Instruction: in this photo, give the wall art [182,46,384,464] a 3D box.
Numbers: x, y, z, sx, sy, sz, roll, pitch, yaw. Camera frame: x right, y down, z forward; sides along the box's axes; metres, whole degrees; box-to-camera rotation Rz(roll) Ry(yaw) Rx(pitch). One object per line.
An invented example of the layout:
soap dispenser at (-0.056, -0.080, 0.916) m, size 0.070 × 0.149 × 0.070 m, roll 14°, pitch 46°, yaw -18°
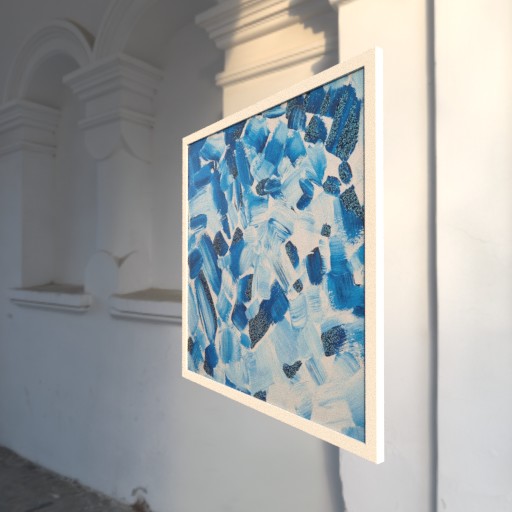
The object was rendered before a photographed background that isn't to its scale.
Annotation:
wall art at (0.000, 0.000, 0.671) m, size 0.012 × 0.457 × 0.457 m, roll 1°, pitch -1°, yaw -37°
